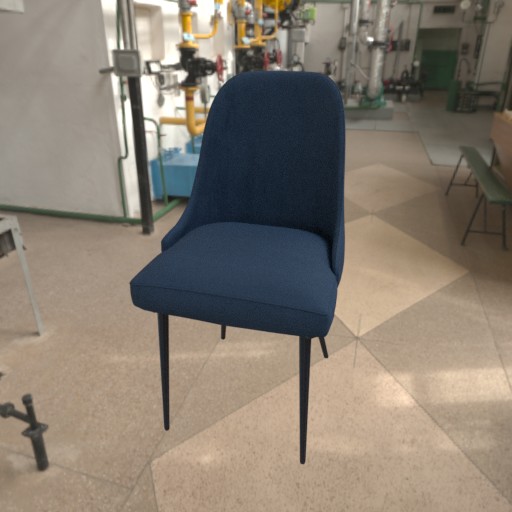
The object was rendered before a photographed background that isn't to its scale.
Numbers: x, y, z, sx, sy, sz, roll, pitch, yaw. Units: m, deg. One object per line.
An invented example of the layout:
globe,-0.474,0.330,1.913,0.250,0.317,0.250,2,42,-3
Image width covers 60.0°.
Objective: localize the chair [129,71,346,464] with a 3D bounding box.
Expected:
chair,0.000,0.000,1.198,0.478,0.896,0.559,7,27,15
